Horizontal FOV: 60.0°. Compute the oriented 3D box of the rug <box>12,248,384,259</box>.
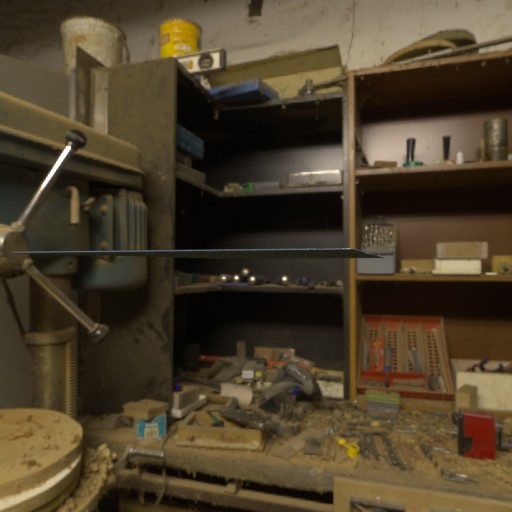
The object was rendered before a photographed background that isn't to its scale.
[{"bbox_3d":[0.000,0.000,2.930,1.525,0.007,2.440,0,-1,19],"label":"rug"}]
